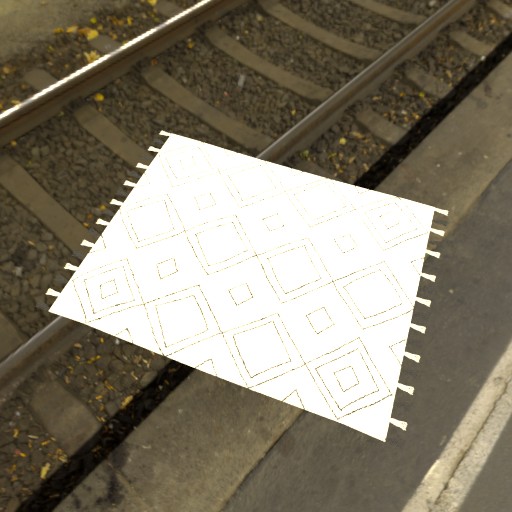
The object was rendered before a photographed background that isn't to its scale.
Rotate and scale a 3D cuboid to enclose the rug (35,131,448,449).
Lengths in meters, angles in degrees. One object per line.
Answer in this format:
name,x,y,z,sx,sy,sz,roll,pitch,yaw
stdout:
rug,0.000,0.000,4.119,3.221,0.026,2.342,18,60,11
